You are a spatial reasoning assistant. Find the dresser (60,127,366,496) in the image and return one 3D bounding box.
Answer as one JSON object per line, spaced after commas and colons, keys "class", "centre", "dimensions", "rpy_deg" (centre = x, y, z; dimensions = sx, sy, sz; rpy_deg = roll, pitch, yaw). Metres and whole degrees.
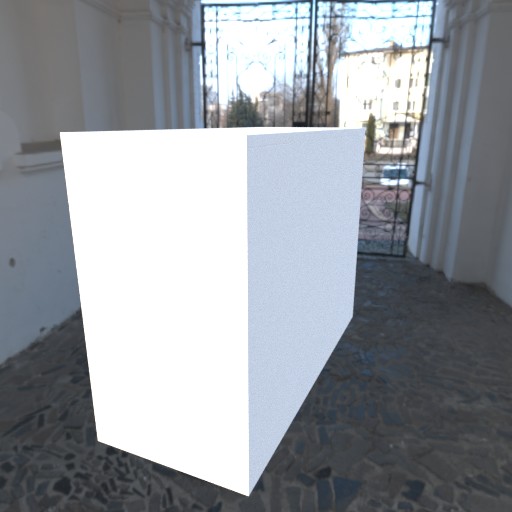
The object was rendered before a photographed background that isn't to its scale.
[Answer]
{"class": "dresser", "centre": [0.000, 0.000, 1.493], "dimensions": [0.460, 0.820, 1.100], "rpy_deg": [7, 18, 23]}
